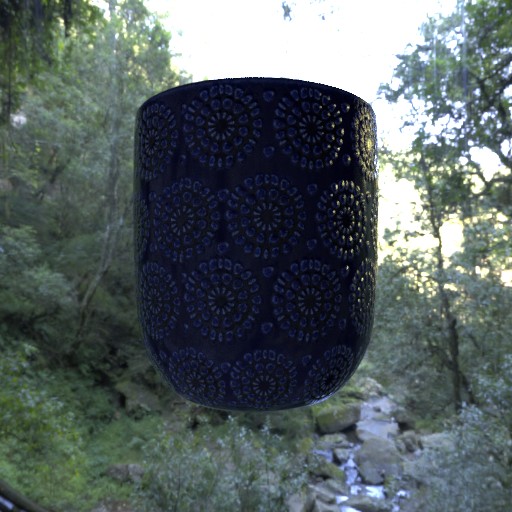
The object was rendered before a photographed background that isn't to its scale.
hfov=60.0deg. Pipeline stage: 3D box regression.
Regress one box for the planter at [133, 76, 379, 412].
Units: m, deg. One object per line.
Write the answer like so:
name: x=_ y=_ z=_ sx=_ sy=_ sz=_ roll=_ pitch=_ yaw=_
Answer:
planter: x=0.000 y=0.000 z=0.344 sx=0.184 sy=0.206 sz=0.184 roll=0 pitch=-1 yaw=0
